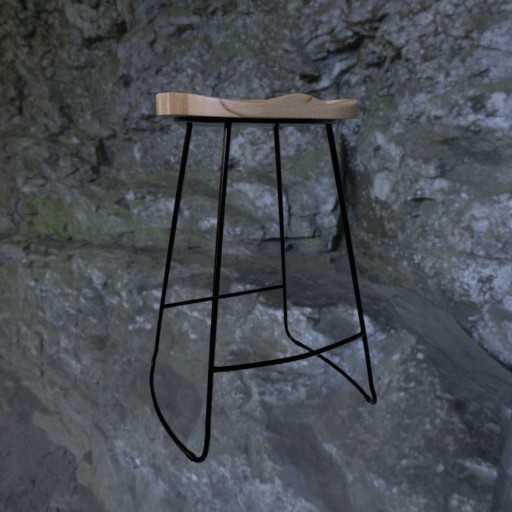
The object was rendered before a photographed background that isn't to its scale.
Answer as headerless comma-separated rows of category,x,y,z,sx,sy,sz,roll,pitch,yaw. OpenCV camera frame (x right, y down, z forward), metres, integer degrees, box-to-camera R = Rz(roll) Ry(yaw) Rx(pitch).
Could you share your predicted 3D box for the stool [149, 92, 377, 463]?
stool,0.000,0.000,0.983,0.480,0.679,0.401,-8,17,-25
